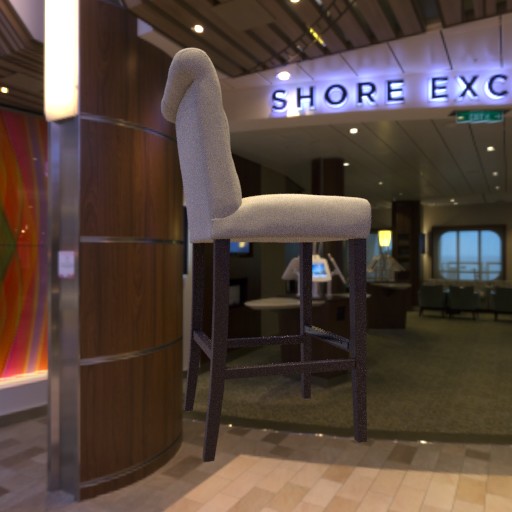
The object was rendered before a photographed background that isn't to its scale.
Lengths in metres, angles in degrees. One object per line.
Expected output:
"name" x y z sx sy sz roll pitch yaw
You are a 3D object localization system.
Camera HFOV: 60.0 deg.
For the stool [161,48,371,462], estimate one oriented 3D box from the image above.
"stool" 0.000 0.000 1.486 0.601 1.140 0.493 0 0 -16
